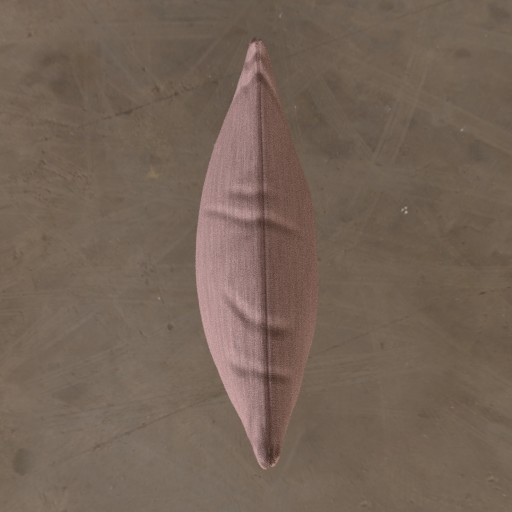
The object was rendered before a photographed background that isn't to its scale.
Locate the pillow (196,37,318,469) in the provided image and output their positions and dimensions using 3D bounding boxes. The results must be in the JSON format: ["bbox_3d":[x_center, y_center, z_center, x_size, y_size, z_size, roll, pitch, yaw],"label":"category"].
[{"bbox_3d":[0.000,0.000,0.776,0.210,0.338,0.633,-1,74,0],"label":"pillow"}]
